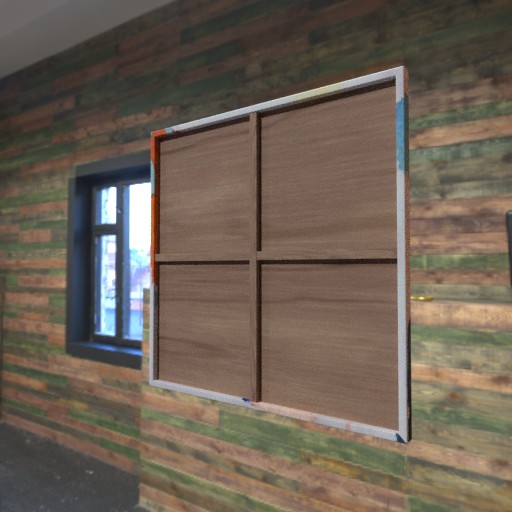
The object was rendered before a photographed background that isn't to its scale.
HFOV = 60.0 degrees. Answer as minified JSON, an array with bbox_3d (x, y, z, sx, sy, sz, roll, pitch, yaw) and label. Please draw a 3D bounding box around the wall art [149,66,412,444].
[{"bbox_3d":[0.000,0.000,1.501,1.017,1.017,0.044,-1,-2,36],"label":"wall art"}]
